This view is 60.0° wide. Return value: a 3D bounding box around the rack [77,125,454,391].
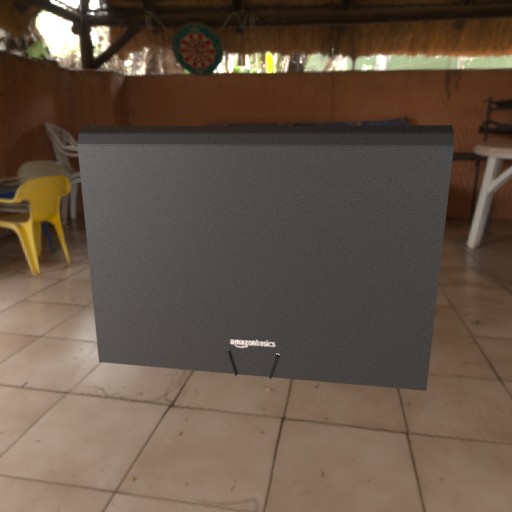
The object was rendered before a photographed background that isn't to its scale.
[{"bbox_3d":[0.000,0.000,0.428,0.330,0.241,0.041,3,15,9],"label":"rack"}]
